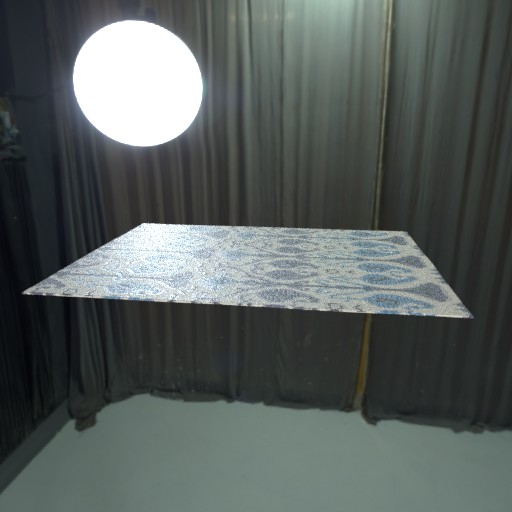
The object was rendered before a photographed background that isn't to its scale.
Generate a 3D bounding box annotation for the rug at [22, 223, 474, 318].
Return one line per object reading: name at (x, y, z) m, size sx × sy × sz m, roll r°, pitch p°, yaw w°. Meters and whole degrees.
rug at (0.000, 0.000, 2.971) m, size 2.261 × 0.013 × 1.676 m, roll 2°, pitch 17°, yaw 8°
